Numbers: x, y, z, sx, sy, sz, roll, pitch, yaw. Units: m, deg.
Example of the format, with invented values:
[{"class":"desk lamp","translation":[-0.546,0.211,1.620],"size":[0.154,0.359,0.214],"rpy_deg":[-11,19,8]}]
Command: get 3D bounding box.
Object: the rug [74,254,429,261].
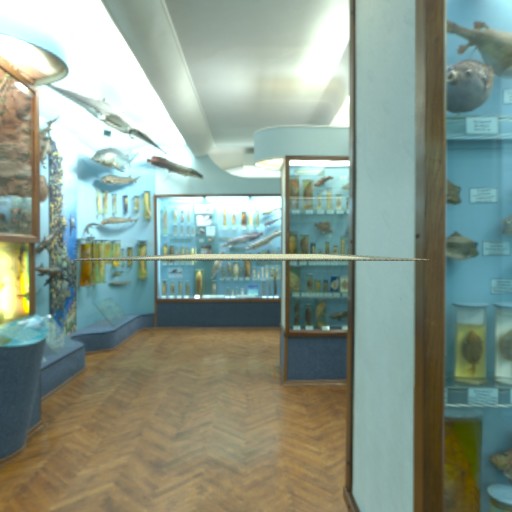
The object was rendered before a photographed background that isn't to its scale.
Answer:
[{"class":"rug","translation":[0.000,0.000,3.064],"size":[1.521,0.006,2.435],"rpy_deg":[0,1,1]}]
